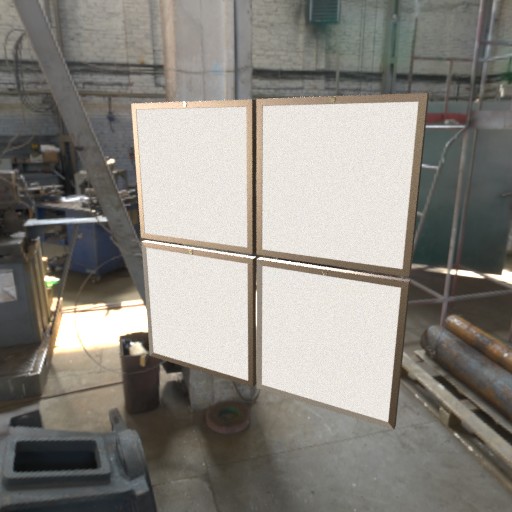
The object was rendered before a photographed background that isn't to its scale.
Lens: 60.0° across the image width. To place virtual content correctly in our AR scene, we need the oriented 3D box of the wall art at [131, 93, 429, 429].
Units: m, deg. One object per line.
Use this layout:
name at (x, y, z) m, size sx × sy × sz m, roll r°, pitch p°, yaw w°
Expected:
wall art at (0.000, 0.000, 1.543) m, size 1.032 × 1.032 × 0.030 m, roll 8°, pitch 18°, yaw 27°
